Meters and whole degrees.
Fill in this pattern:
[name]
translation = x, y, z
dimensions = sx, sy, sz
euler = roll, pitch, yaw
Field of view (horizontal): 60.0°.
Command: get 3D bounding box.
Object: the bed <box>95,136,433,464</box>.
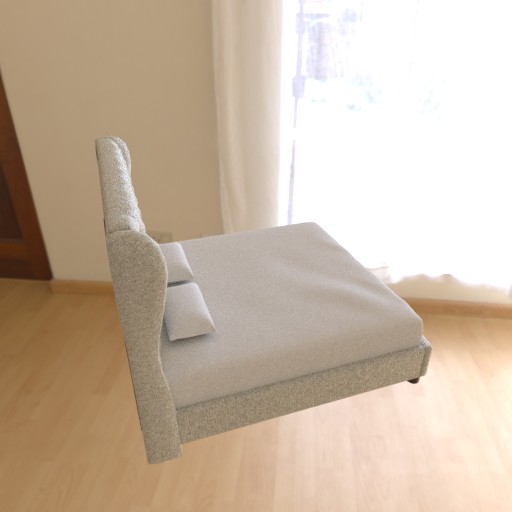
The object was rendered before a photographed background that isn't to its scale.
[bed]
translation = 0.000, 0.000, 3.859
dimensions = 2.347, 1.771, 2.219
euler = -10, 31, -17
